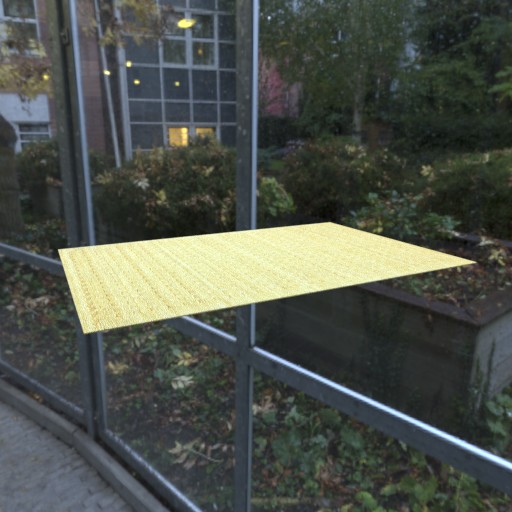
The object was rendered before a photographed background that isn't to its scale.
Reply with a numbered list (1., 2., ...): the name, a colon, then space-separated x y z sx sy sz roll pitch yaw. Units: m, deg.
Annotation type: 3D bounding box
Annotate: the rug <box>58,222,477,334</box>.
1. rug: 0.000 0.000 2.896 2.286 0.006 1.524 -7 16 -26
